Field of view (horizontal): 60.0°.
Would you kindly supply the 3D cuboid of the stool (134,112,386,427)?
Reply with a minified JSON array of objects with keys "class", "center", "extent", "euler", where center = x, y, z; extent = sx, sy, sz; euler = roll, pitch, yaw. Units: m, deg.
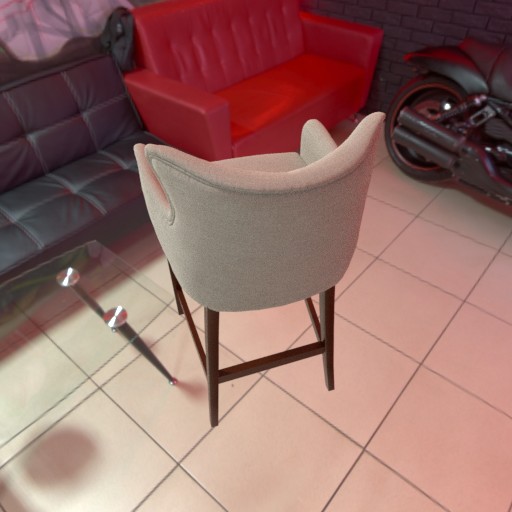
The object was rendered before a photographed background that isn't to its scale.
[{"class":"stool","center":[0.000,0.000,1.419],"extent":[0.615,0.987,0.637],"euler":[-12,44,-12]}]
